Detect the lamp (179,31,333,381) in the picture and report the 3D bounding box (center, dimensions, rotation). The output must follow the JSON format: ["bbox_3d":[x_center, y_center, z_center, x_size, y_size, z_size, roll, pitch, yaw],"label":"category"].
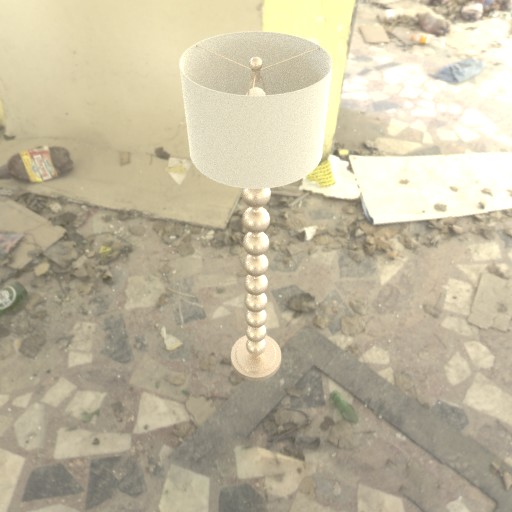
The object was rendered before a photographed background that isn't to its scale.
[{"bbox_3d":[0.000,0.000,1.666,0.394,1.474,0.394,25,51,22],"label":"lamp"}]
